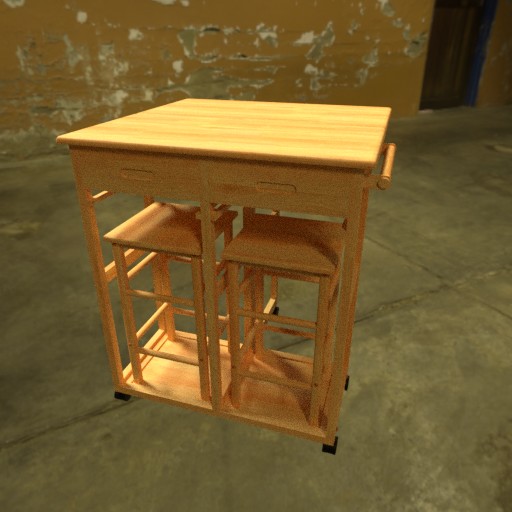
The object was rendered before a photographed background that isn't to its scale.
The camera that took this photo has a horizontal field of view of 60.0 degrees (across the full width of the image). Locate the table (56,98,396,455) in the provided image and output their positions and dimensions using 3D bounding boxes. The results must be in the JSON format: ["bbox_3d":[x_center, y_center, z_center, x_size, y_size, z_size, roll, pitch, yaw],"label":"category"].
[{"bbox_3d":[0.000,0.000,1.396,0.752,0.832,0.693,8,28,16],"label":"table"}]
